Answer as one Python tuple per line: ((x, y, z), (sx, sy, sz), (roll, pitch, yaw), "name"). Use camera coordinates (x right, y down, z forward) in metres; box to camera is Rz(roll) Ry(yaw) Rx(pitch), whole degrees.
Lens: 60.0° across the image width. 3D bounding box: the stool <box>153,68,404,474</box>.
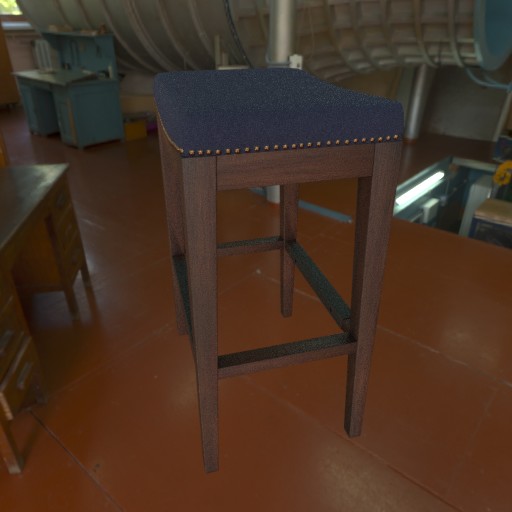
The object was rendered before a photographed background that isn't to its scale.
((0.000, 0.000, 1.003), (0.358, 0.740, 0.498), (-8, 30, -14), "stool")
